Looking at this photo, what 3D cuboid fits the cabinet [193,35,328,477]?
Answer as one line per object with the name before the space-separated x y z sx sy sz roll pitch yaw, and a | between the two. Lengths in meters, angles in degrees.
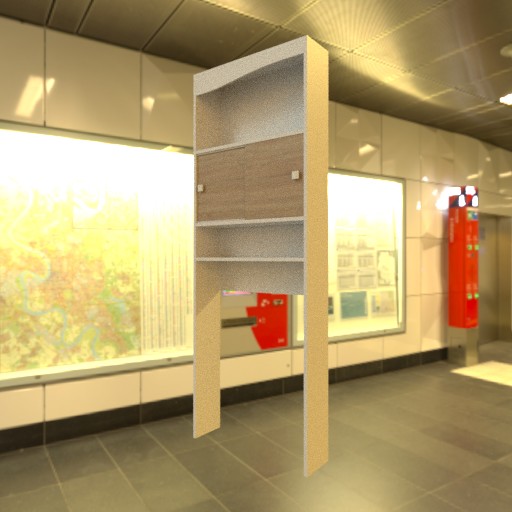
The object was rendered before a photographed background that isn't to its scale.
cabinet | 0.000 0.000 2.035 0.643 1.770 0.192 0 0 37
